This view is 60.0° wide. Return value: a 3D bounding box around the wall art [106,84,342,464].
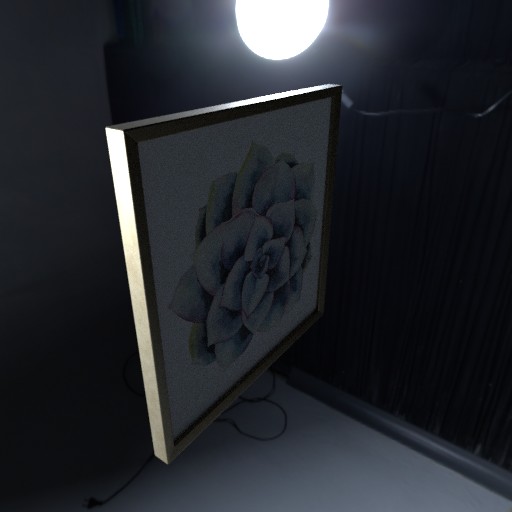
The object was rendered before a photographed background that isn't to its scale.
[{"bbox_3d":[0.000,0.000,0.757,0.030,0.506,0.503,18,32,31],"label":"wall art"}]
